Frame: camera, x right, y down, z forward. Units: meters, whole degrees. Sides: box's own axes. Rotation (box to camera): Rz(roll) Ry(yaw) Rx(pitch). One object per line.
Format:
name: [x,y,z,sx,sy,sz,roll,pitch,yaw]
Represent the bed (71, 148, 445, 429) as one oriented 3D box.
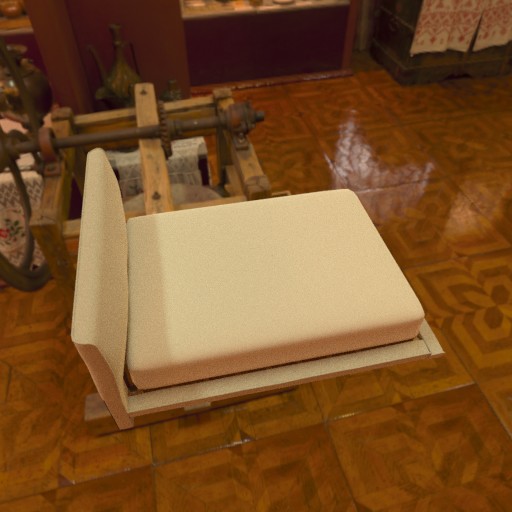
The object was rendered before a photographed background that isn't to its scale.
bed: [0.000,0.000,3.372,2.368,1.067,1.840,-9,47,-8]
